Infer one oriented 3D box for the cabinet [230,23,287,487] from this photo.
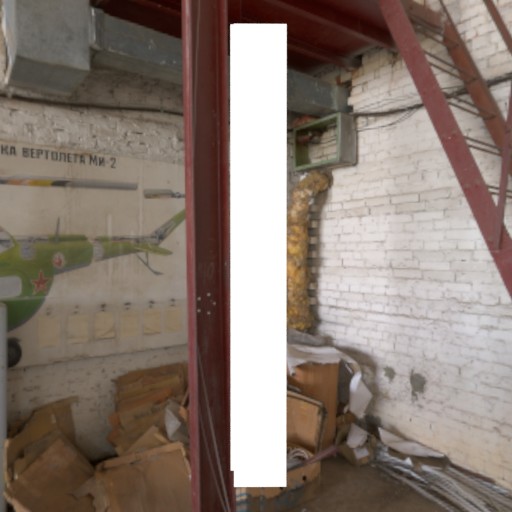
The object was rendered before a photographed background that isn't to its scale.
[{"bbox_3d":[0.000,0.000,1.964,0.230,1.790,0.500,0,1,-1],"label":"cabinet"}]
